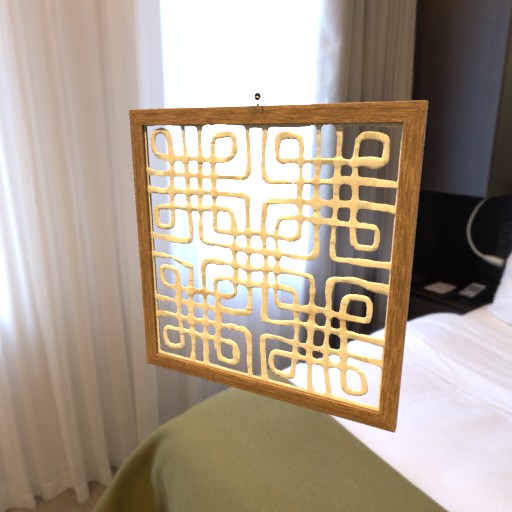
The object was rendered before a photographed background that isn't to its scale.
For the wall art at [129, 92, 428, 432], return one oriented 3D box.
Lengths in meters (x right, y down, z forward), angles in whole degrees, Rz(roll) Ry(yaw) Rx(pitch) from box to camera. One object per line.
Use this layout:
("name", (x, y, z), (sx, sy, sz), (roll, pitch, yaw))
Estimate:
("wall art", (0.000, 0.000, 0.840), (0.561, 0.582, 0.021), (8, 17, 26))
